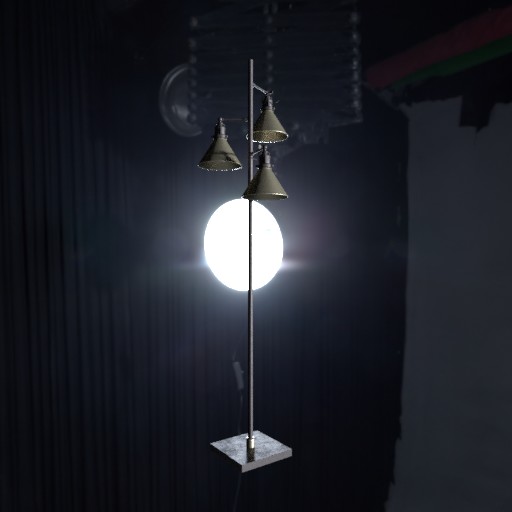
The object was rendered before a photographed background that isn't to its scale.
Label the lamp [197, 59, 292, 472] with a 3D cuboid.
[{"bbox_3d":[0.000,0.000,1.922,0.428,1.716,0.415,0,0,-36],"label":"lamp"}]
